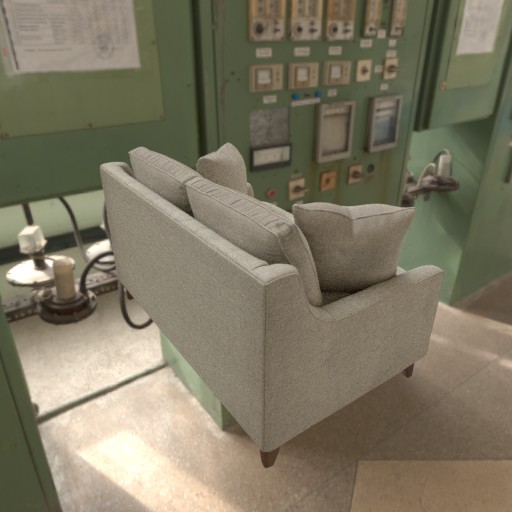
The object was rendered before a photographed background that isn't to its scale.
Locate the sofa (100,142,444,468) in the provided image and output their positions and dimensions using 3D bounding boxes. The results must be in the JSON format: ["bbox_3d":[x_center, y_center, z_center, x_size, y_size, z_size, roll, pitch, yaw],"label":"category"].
[{"bbox_3d":[0.000,0.000,2.052,0.915,0.863,1.422,-17,32,-31],"label":"sofa"}]
